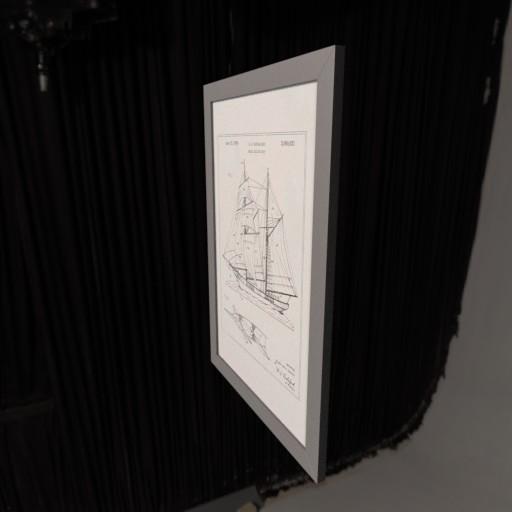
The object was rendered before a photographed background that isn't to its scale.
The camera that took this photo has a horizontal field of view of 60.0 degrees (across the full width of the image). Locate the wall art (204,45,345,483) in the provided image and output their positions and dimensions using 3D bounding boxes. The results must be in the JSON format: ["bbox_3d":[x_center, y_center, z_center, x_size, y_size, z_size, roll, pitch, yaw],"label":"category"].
[{"bbox_3d":[0.000,0.000,0.685,0.013,0.534,0.380,-7,16,-26],"label":"wall art"}]
